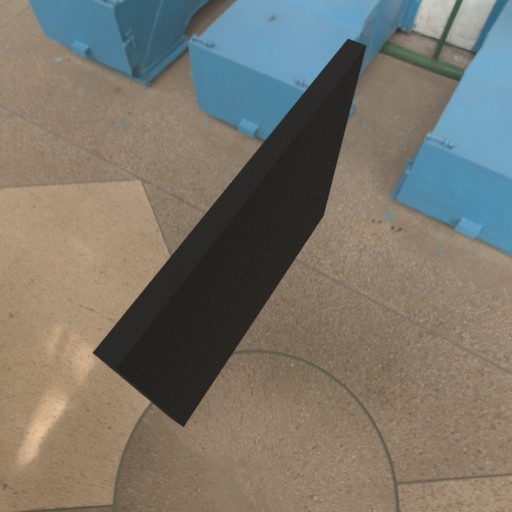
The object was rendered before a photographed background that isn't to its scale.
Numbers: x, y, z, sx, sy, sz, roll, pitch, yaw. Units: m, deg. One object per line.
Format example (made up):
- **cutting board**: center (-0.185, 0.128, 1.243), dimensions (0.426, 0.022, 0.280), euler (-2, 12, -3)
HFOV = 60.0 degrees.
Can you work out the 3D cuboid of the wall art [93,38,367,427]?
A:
- **wall art**: center (0.000, 0.000, 0.745), dimensions (0.031, 0.457, 0.558), euler (29, 66, 14)
